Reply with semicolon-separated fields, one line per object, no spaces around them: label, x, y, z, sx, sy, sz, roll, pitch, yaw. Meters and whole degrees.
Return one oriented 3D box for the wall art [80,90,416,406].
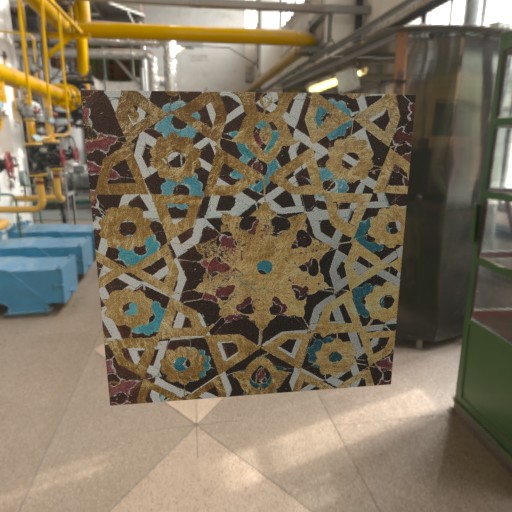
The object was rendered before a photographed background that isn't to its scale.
wall art;0.000;0.000;0.585;0.404;0.406;0.010;-2;15;-8
